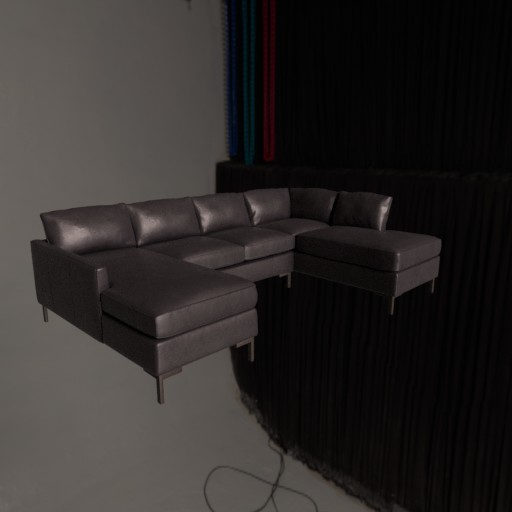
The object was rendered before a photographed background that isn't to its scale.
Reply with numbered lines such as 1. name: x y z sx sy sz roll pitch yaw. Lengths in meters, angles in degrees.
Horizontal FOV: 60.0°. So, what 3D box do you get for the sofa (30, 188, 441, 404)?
1. sofa: 0.000 0.000 3.747 1.939 0.900 2.956 14 19 43
